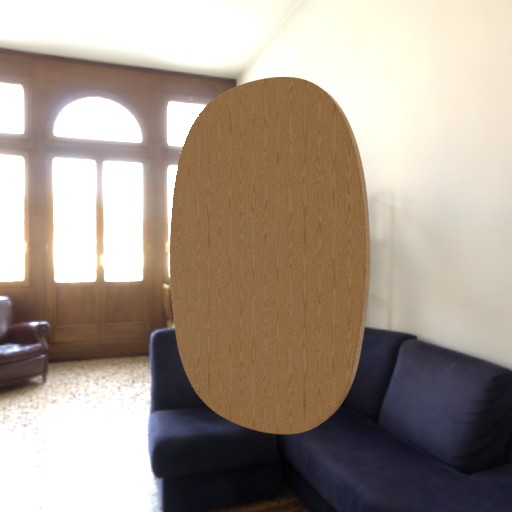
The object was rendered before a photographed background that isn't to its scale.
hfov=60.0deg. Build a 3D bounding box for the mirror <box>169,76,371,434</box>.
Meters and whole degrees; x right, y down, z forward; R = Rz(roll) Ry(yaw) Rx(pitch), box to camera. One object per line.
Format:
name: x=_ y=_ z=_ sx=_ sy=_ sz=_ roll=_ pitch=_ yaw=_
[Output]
mirror: x=0.000 y=0.000 z=1.381 sx=0.724 sy=1.075 sz=0.037 roll=0 pitch=1 yaw=35
